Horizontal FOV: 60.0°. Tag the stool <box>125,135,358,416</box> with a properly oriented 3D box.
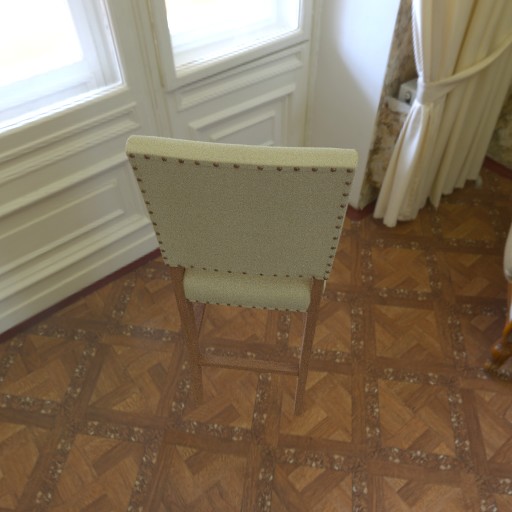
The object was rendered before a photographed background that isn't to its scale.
[{"bbox_3d":[0.000,0.000,1.424,0.445,1.168,0.584,5,48,4],"label":"stool"}]
